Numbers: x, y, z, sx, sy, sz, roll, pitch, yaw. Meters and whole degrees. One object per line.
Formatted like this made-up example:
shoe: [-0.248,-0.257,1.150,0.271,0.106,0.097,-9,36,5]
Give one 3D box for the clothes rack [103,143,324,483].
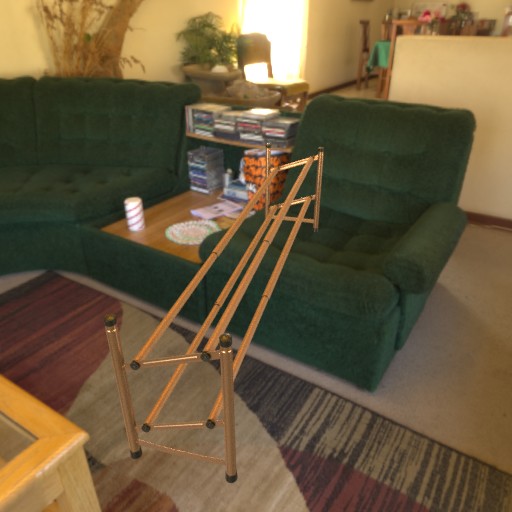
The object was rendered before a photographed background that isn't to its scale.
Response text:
clothes rack: [0.000,0.000,1.288,0.229,0.349,1.168,7,30,13]
